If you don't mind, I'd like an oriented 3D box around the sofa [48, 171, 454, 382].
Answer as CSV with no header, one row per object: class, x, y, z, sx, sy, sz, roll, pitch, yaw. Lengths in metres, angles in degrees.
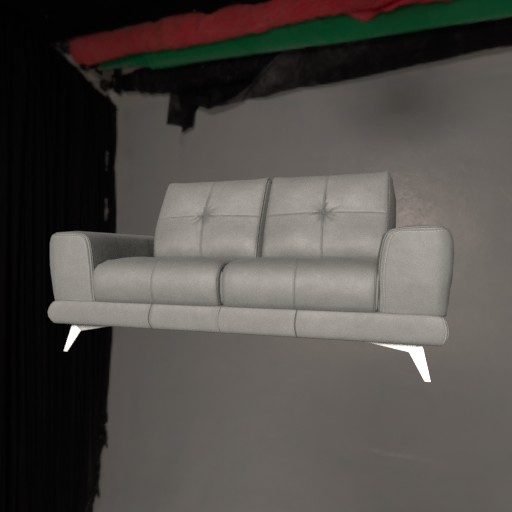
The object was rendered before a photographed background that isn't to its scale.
sofa,0.000,0.000,2.294,1.806,0.907,1.018,0,0,18
